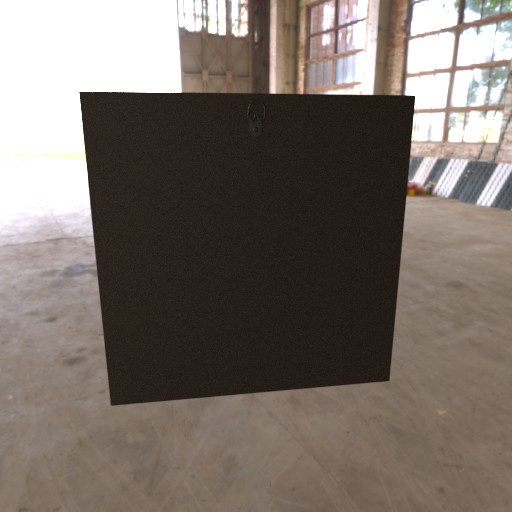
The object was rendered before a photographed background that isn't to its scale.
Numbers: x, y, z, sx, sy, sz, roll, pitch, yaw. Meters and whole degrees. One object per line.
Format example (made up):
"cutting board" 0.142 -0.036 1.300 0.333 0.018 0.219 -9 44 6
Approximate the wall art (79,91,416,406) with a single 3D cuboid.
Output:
"wall art" 0.000 0.000 1.170 0.805 0.807 0.043 -2 16 -9
